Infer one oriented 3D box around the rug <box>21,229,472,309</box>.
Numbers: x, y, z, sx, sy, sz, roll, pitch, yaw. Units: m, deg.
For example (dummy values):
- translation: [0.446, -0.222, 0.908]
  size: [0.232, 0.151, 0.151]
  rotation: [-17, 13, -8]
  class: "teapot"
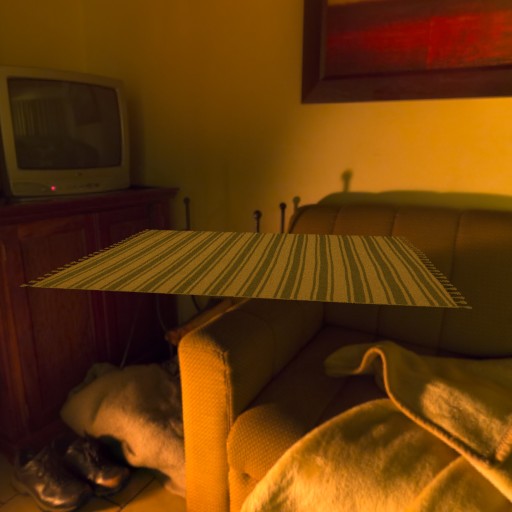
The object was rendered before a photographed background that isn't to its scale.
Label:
- translation: [0.000, 0.000, 4.222]
  size: [3.201, 0.005, 2.439]
  rotation: [2, 14, 8]
  class: "rug"
